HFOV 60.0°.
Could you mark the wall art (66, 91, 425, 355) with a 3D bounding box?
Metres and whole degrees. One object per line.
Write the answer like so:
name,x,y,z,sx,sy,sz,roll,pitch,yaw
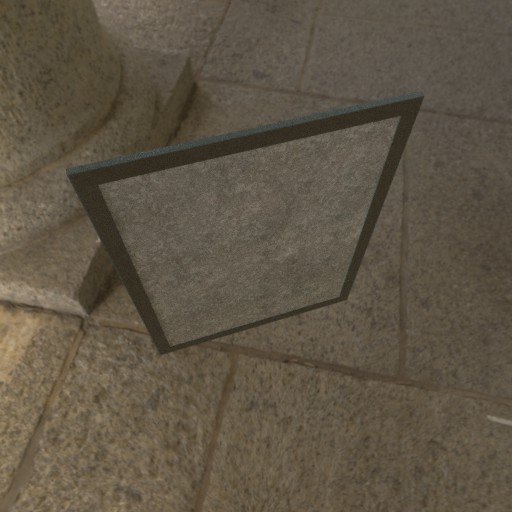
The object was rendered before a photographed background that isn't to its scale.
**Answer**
wall art,0.000,0.000,1.329,0.767,0.983,0.030,-15,59,-9
